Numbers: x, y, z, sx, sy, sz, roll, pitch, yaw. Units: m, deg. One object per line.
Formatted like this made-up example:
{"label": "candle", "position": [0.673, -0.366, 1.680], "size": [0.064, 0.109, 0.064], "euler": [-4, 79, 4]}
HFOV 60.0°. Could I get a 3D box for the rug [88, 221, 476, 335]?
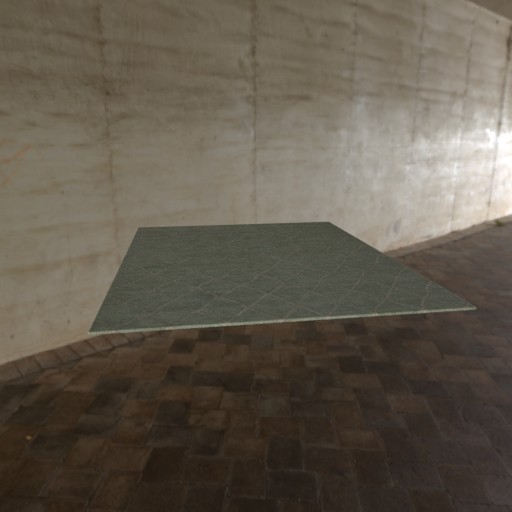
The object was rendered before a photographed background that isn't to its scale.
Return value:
{"label": "rug", "position": [0.000, 0.000, 4.144], "size": [2.420, 0.019, 3.039], "euler": [-2, 15, -9]}
